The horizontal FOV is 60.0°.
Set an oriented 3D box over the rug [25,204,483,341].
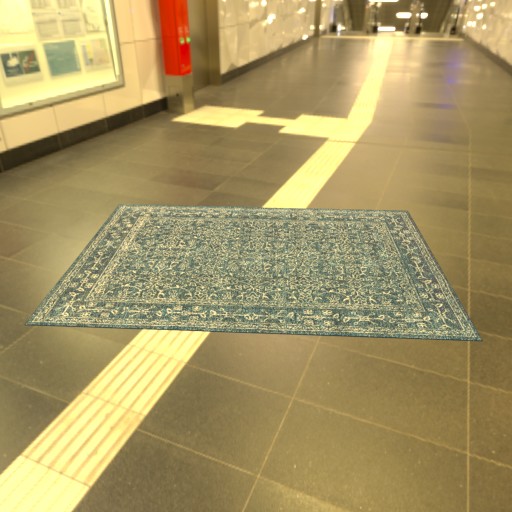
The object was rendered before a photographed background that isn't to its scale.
[{"bbox_3d":[0.000,0.000,2.268,1.819,0.005,1.200,2,31,3],"label":"rug"}]
